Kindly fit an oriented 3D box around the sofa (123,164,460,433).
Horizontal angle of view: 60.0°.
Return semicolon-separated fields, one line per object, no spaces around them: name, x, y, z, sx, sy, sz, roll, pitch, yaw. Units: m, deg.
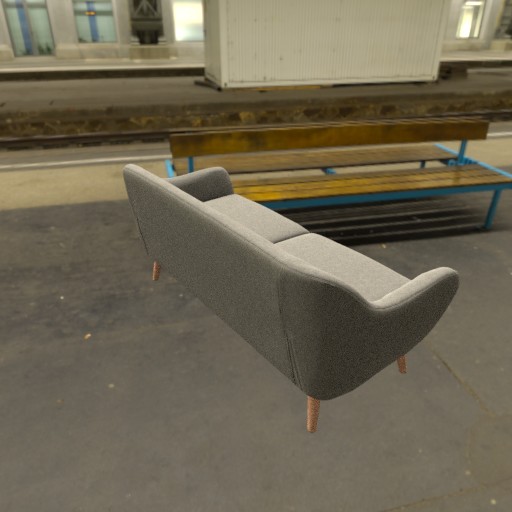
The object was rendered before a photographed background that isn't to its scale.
sofa;0.000;0.000;2.326;0.820;0.820;1.840;-19;34;-32
